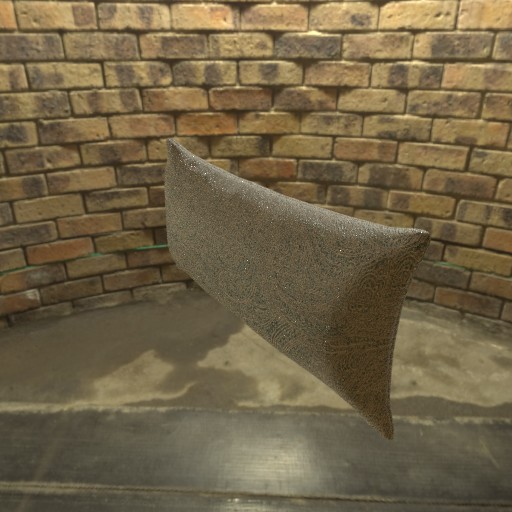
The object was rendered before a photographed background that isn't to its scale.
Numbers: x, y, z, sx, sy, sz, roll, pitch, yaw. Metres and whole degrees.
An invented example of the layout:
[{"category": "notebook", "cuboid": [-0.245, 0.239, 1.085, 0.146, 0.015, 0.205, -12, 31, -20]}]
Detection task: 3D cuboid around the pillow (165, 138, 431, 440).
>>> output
[{"category": "pillow", "cuboid": [0.000, 0.000, 0.742, 0.151, 0.295, 0.615, -17, 31, -32]}]
